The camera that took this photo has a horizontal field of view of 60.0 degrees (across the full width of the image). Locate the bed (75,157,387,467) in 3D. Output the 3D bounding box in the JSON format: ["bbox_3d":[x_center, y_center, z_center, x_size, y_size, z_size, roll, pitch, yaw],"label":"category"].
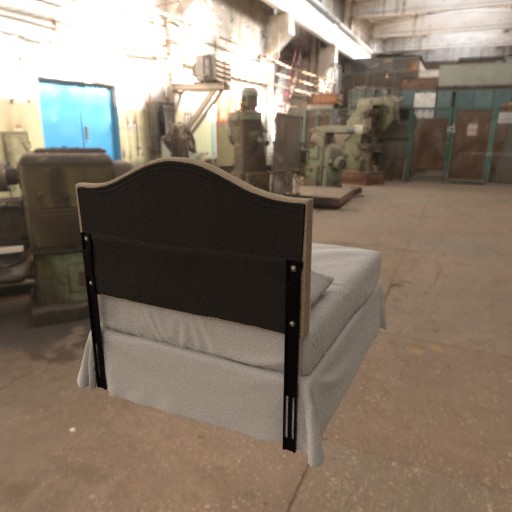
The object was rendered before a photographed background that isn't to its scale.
[{"bbox_3d":[0.000,0.000,3.545,1.876,1.645,2.221,8,17,25],"label":"bed"}]
